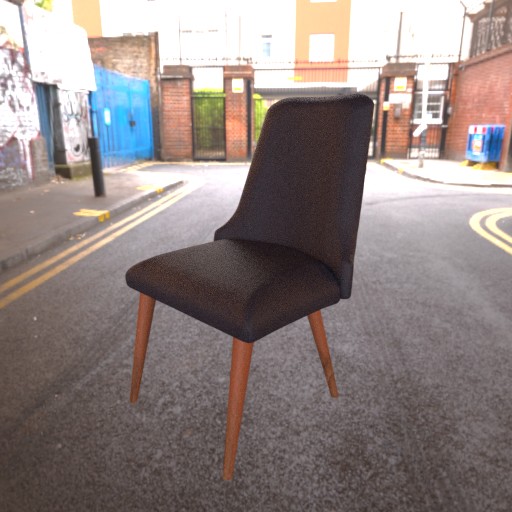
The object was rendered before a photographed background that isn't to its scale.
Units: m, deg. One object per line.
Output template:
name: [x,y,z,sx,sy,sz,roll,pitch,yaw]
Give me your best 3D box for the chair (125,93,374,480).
chair: [0.000,0.000,1.167,0.504,0.820,0.567,16,22,43]
